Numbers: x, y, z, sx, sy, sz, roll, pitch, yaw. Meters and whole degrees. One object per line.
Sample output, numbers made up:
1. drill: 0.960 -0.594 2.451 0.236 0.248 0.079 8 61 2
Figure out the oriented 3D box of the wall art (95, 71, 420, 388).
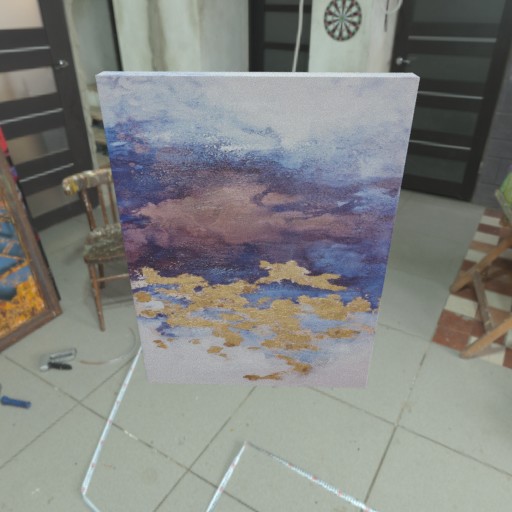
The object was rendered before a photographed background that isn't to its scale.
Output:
1. wall art: 0.000 0.000 0.757 0.437 0.581 0.036 1 30 2
